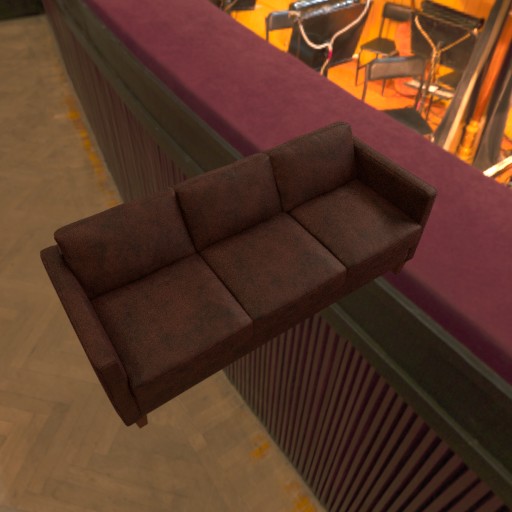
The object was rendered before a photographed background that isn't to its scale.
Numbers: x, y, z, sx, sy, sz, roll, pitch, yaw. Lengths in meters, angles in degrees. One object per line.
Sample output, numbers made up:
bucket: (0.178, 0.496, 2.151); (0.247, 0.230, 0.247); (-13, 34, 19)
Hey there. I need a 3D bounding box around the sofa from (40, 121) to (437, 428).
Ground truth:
sofa: (0.000, 0.000, 3.051); (2.464, 1.006, 1.045); (-26, 52, -23)
